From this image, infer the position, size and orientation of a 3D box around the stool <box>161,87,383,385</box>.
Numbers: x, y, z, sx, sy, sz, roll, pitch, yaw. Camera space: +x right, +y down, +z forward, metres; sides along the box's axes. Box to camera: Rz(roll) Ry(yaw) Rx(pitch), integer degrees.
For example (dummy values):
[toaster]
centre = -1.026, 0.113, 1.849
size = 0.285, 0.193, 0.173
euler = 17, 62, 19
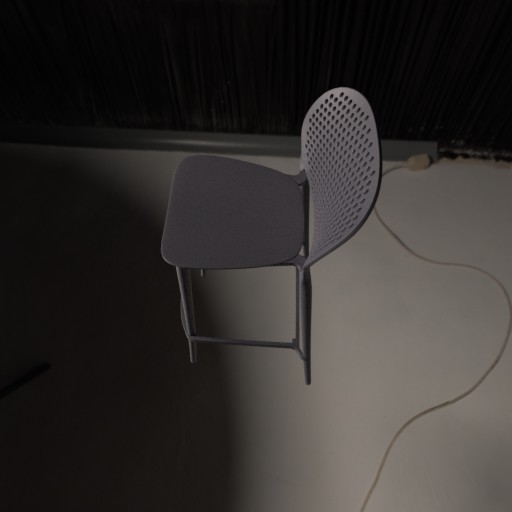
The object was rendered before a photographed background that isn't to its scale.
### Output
[stool]
centre = 0.000, 0.000, 1.403
size = 0.535, 1.045, 0.536
euler = 2, 60, 1
